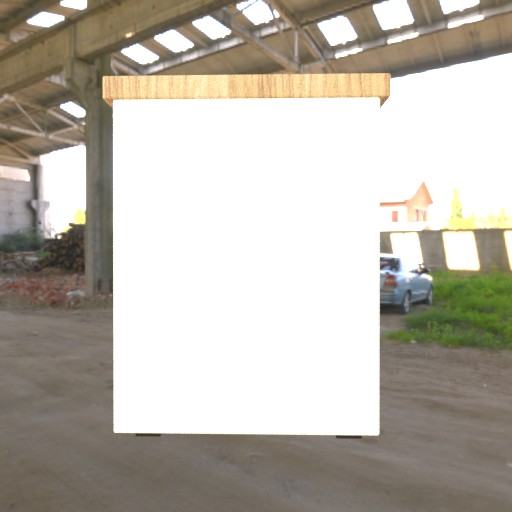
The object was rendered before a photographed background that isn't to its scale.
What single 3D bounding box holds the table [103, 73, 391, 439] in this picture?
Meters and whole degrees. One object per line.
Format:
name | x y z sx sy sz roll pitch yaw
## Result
table | 0.000 0.000 0.782 0.360 0.440 0.500 0 0 1
